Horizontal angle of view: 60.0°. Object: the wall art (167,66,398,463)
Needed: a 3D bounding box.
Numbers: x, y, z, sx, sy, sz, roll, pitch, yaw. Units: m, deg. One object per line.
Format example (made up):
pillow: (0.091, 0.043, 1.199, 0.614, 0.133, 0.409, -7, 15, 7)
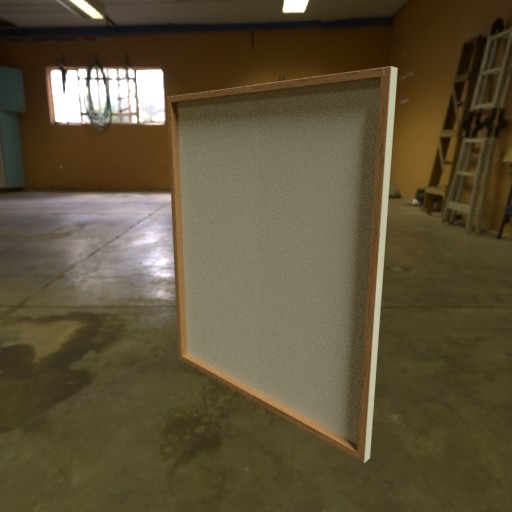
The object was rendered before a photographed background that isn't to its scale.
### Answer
wall art: (0.000, 0.000, 0.983, 0.021, 0.710, 0.609, -13, 19, -43)
